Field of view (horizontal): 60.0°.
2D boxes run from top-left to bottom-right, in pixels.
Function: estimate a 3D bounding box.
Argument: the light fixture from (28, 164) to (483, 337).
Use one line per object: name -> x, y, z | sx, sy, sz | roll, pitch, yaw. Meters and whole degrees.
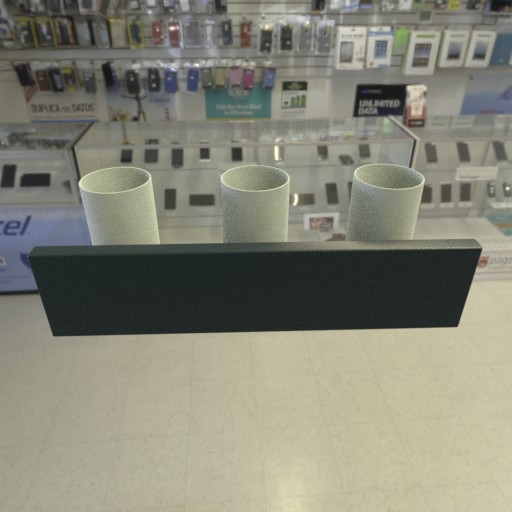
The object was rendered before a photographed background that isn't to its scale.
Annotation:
light fixture -> 0.000, 0.000, 0.525 | 0.451, 0.172, 0.145 | -1, 32, -2
